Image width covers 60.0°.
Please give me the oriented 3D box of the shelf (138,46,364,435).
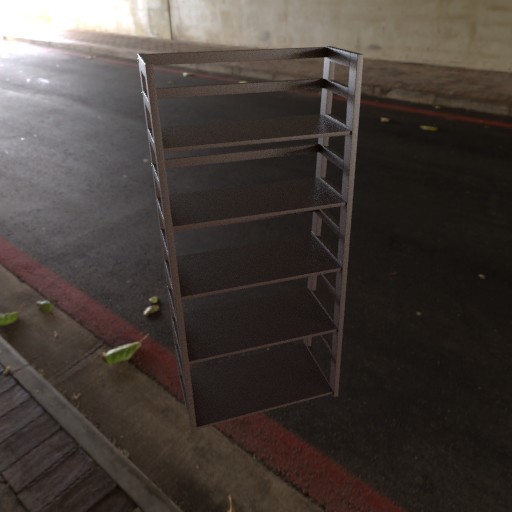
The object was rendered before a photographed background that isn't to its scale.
[{"bbox_3d":[0.000,0.000,1.934,0.763,1.600,0.403,-9,33,-15],"label":"shelf"}]
